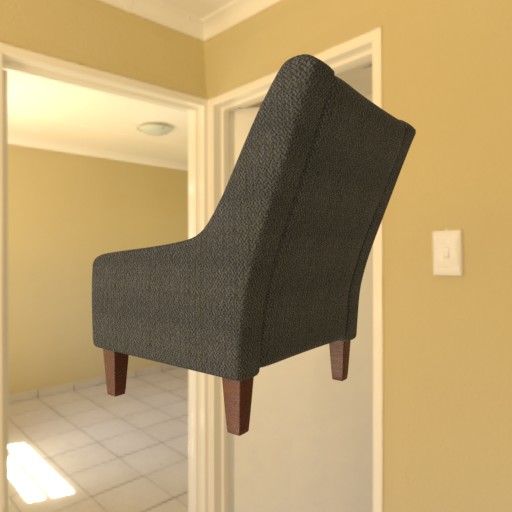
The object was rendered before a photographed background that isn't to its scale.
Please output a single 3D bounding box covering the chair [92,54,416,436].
[{"bbox_3d":[0.000,0.000,1.651,0.944,1.012,0.793,0,1,37],"label":"chair"}]
